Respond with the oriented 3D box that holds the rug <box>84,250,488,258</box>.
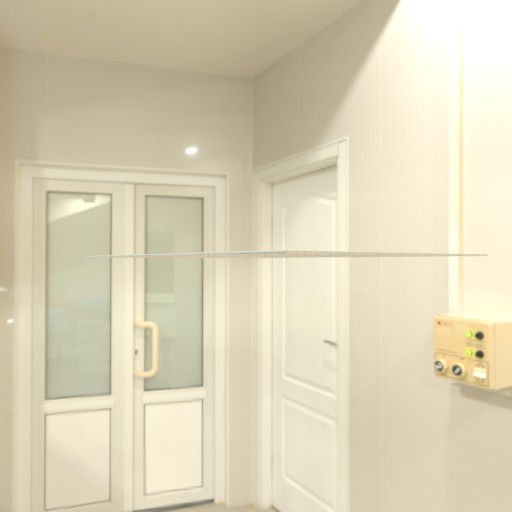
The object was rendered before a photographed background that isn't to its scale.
[{"bbox_3d":[0.000,0.000,2.333,1.225,0.008,1.827,1,-1,-38],"label":"rug"}]
